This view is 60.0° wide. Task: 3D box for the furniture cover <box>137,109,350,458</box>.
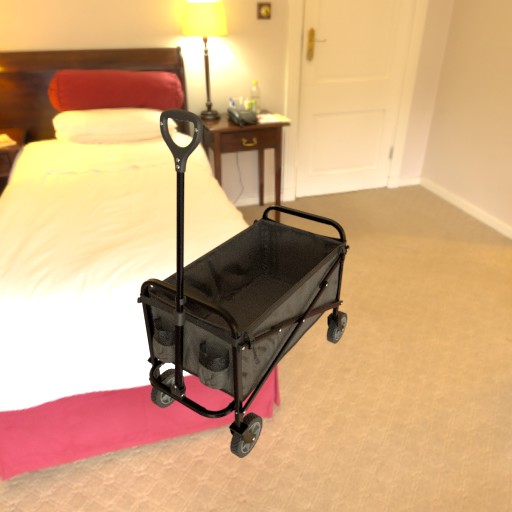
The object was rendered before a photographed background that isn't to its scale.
[{"bbox_3d":[0.000,0.000,1.826,0.532,1.295,1.038,19,35,30],"label":"furniture cover"}]
